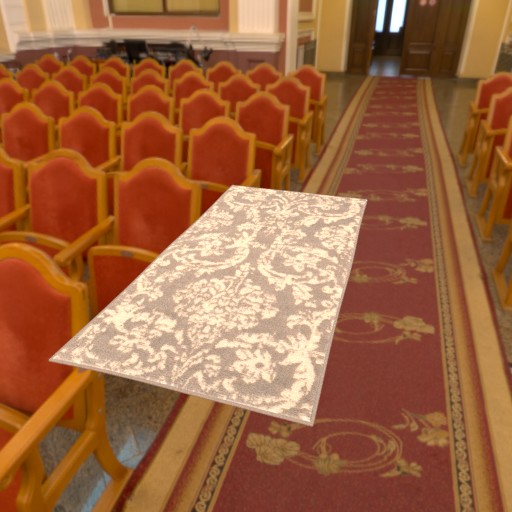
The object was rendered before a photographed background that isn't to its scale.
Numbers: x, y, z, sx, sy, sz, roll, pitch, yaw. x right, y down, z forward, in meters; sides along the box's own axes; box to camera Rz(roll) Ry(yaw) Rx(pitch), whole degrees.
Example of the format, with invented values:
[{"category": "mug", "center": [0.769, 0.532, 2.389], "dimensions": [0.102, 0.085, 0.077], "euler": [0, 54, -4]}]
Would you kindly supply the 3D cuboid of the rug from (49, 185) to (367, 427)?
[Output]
[{"category": "rug", "center": [0.000, 0.000, 1.427], "dimensions": [0.604, 0.007, 1.219], "euler": [8, 30, 15]}]
